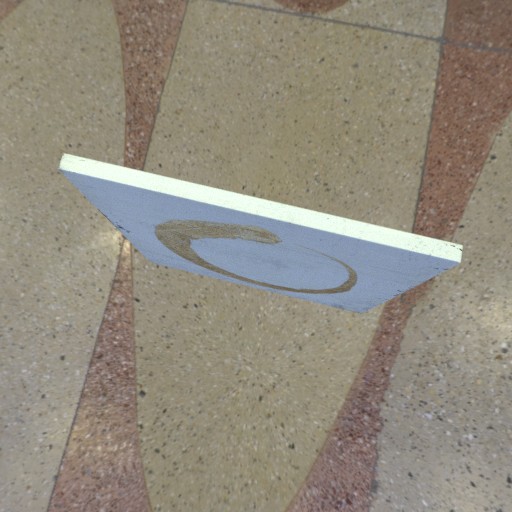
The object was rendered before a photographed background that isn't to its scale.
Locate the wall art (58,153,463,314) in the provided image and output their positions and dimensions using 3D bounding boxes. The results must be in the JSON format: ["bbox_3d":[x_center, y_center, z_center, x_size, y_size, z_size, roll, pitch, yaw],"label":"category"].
[{"bbox_3d":[0.000,0.000,1.181,0.762,0.762,0.038,13,76,3],"label":"wall art"}]
